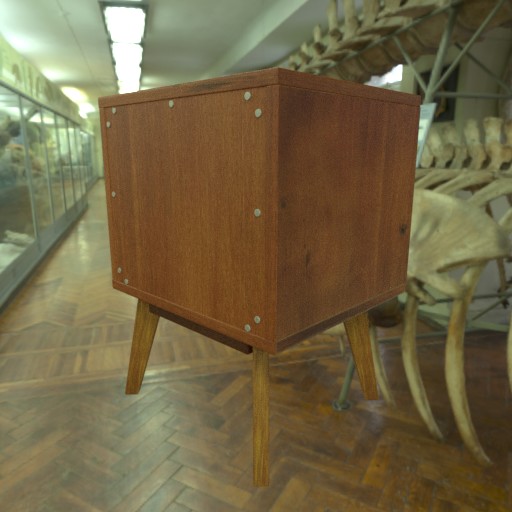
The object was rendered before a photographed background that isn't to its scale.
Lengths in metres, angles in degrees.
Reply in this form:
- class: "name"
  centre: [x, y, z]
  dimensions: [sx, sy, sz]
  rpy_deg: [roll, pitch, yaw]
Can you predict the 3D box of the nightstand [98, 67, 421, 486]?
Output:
- class: "nightstand"
  centre: [0.000, 0.000, 0.907]
  dimensions: [0.460, 0.618, 0.411]
  rpy_deg: [13, 18, 42]
